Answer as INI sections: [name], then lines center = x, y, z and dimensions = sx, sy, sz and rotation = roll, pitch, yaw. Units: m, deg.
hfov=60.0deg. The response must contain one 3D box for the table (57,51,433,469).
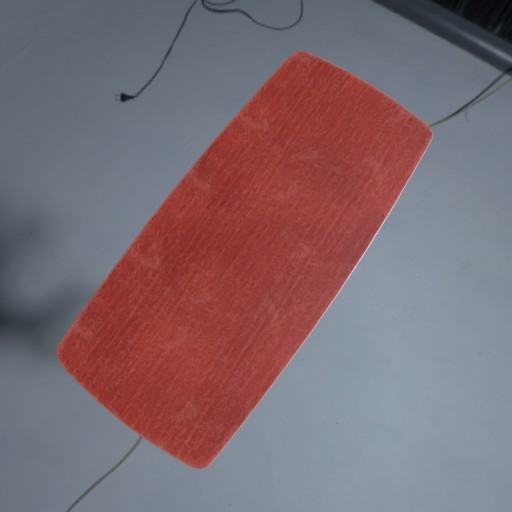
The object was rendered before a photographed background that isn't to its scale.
[table]
center = 0.000, 0.000, 1.494
dimensions = 0.561, 0.473, 1.216
rotation = 35, 79, 8
